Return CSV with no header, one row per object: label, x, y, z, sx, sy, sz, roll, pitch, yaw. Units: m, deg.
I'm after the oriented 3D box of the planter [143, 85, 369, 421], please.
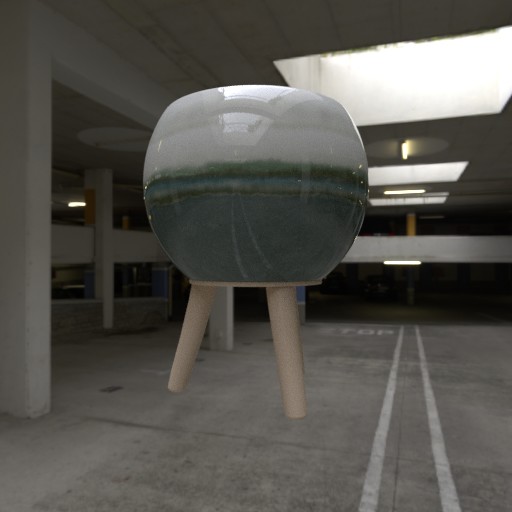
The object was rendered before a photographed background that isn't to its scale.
planter,0.000,0.000,0.448,0.222,0.278,0.222,0,0,0
